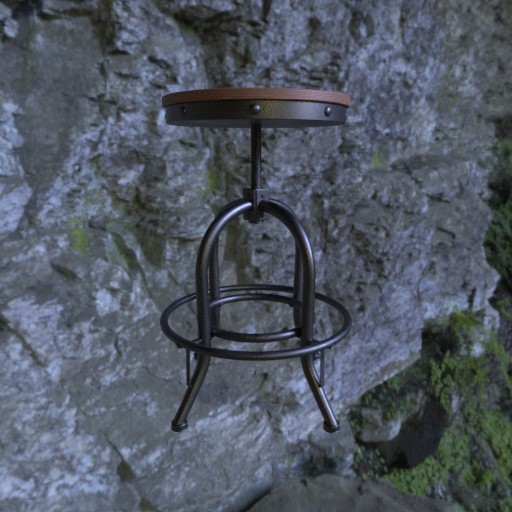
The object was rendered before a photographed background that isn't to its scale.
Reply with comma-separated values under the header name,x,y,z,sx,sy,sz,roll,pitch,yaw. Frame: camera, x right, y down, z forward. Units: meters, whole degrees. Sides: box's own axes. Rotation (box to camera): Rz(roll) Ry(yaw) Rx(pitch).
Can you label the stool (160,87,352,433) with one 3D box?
name,x,y,z,sx,sy,sz,roll,pitch,yaw
stool,0.000,0.000,0.909,0.439,0.609,0.439,-13,19,-43
